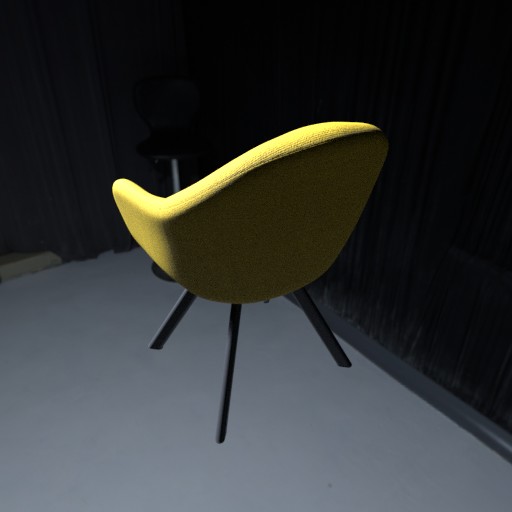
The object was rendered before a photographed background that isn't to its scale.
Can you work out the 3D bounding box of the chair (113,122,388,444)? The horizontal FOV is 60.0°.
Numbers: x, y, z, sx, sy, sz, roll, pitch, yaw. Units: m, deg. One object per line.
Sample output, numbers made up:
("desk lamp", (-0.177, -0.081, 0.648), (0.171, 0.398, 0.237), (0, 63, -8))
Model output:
("chair", (0.000, 0.000, 1.191), (0.590, 0.795, 0.550), (-20, 37, -29))
